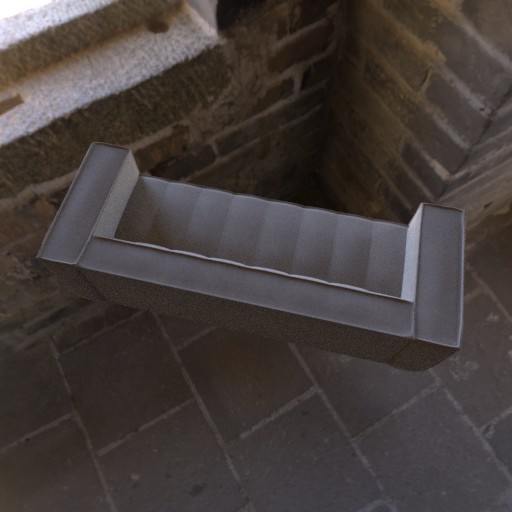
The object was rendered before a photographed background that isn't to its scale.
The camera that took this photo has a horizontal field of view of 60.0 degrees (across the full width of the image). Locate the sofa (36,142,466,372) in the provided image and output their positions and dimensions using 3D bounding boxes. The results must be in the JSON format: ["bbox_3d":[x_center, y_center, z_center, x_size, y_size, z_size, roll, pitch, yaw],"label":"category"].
[{"bbox_3d":[0.000,0.000,3.171,2.697,0.680,1.038,12,64,6],"label":"sofa"}]
